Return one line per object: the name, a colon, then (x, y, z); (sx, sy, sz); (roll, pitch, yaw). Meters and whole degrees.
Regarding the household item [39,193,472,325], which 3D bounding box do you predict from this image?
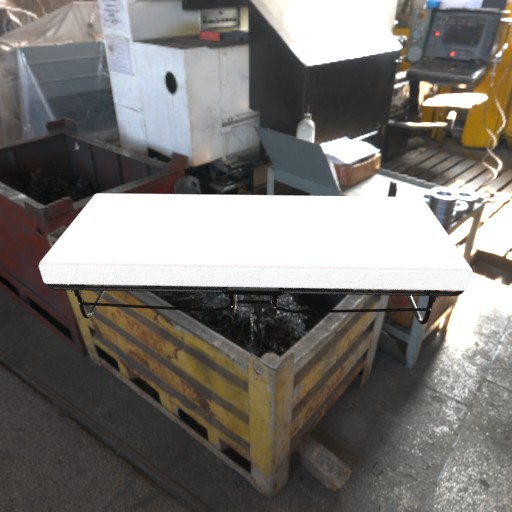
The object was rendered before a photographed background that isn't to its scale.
household item: (0.000, 0.000, 2.286); (1.905, 0.356, 0.787); (1, 32, 1)
